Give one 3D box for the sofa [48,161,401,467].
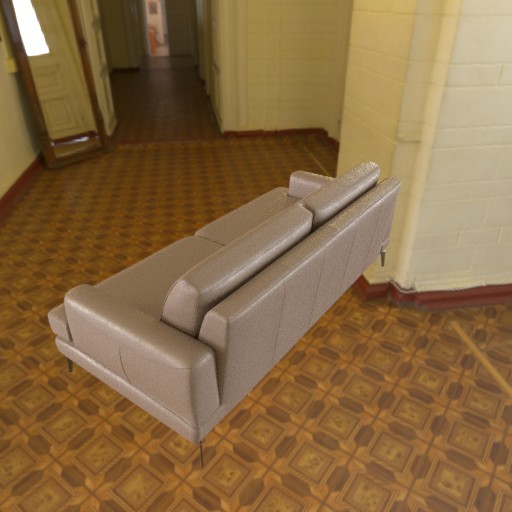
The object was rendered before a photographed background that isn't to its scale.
[{"bbox_3d":[0.000,0.000,2.430,0.974,0.765,1.940,20,36,30],"label":"sofa"}]
